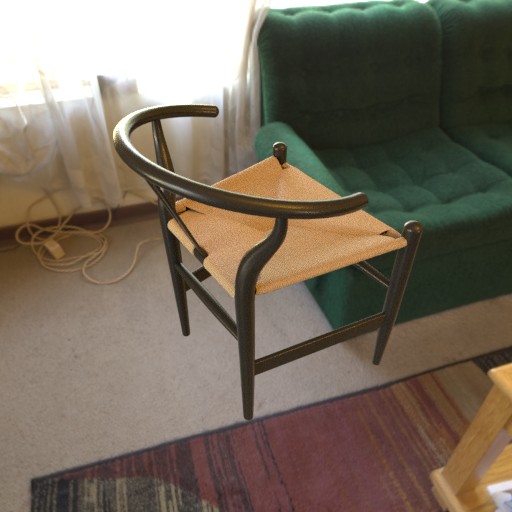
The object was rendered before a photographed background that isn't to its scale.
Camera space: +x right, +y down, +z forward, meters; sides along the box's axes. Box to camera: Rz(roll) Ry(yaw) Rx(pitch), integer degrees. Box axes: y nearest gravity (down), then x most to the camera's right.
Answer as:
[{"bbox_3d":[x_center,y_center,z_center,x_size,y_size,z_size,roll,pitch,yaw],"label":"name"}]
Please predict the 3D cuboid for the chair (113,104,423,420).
[{"bbox_3d":[0.000,0.000,1.137,0.570,0.739,0.570,-24,45,-26],"label":"chair"}]
